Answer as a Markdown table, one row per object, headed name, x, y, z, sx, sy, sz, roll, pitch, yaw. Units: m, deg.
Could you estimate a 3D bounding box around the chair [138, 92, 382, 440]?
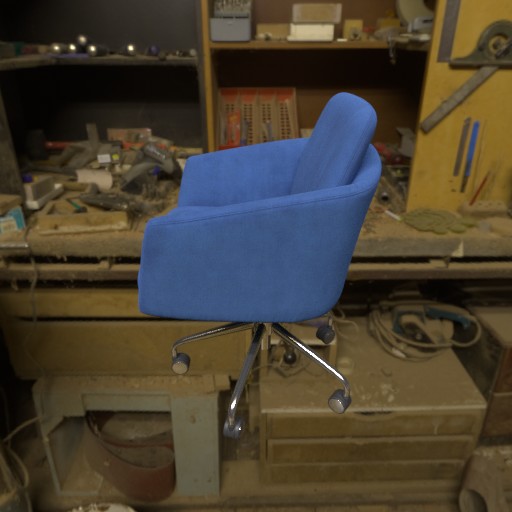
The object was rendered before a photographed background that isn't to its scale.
| name | x | y | z | sx | sy | sz | roll | pitch | yaw |
| --- | --- | --- | --- | --- | --- | --- | --- | --- | --- |
| chair | 0.000 | 0.000 | 1.354 | 0.635 | 0.908 | 0.641 | 0 | 27 | 1 |
